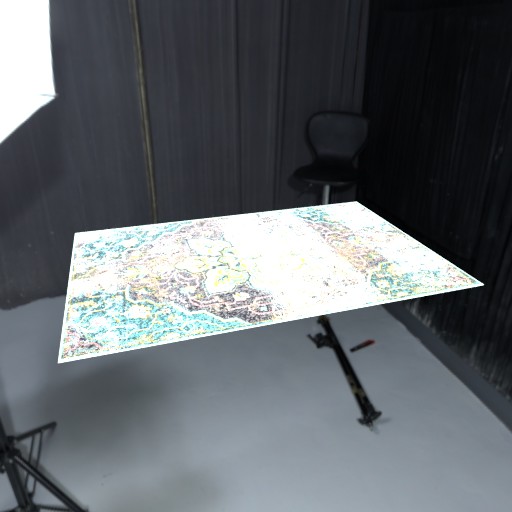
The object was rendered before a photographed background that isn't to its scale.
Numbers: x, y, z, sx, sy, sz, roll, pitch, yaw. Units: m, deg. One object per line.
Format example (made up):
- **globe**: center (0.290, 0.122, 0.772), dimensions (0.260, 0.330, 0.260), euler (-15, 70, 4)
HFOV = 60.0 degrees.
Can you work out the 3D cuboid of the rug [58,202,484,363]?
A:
- **rug**: center (0.000, 0.000, 2.950), dimensions (2.363, 0.004, 1.566), euler (-7, 27, -15)
